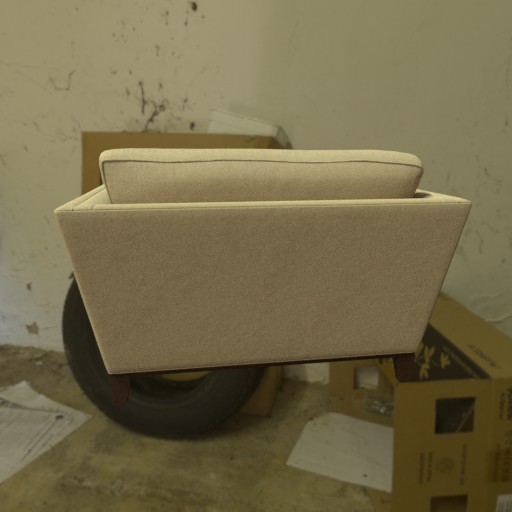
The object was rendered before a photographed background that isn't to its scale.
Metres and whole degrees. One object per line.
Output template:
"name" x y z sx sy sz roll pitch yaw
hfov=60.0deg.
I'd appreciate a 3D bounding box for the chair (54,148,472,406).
"chair" 0.000 0.000 1.979 1.397 0.940 0.965 -2 14 -8
